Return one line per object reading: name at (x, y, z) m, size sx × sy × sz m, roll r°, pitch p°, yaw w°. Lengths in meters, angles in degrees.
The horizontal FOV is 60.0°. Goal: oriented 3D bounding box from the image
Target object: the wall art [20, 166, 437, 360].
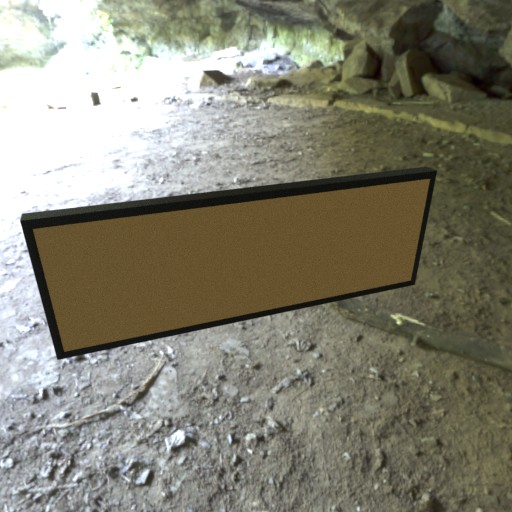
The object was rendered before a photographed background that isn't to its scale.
wall art at (0.000, 0.000, 0.962) m, size 0.860 × 0.303 × 0.037 m, roll -9°, pitch 29°, yaw -17°
